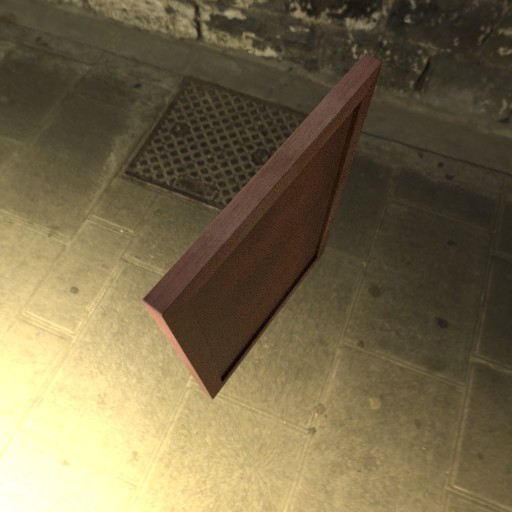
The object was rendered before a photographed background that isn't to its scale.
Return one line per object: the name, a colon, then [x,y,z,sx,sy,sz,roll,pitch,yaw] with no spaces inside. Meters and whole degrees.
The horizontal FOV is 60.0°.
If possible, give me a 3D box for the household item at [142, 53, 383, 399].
household item: [0.000,0.000,0.552,0.067,0.407,0.310,34,69,15]
